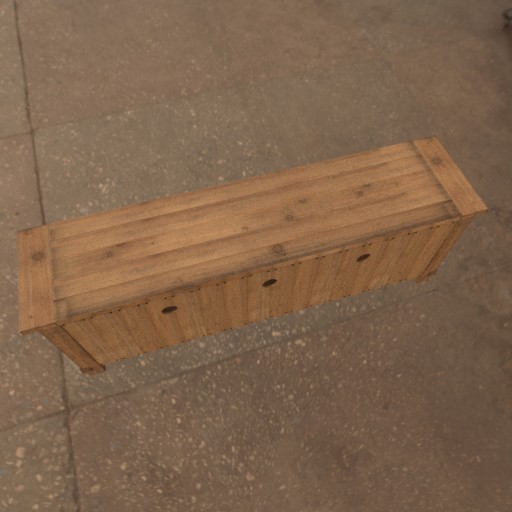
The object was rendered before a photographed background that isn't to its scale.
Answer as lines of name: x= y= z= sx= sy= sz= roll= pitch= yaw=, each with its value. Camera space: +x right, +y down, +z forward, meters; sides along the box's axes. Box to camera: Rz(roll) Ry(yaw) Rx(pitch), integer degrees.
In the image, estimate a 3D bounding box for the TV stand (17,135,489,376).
TV stand: x=0.000 y=0.000 z=1.985 sx=1.804 sy=0.573 sz=0.453 roll=-14 pitch=60 yaw=-9
